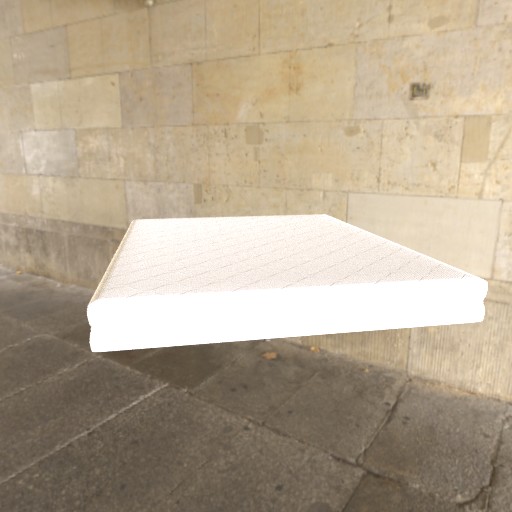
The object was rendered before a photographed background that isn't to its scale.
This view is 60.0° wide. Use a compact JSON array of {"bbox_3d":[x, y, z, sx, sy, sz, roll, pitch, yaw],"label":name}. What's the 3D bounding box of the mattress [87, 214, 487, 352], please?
[{"bbox_3d":[0.000,0.000,2.678,1.600,0.200,2.000,-3,14,-10],"label":"mattress"}]
